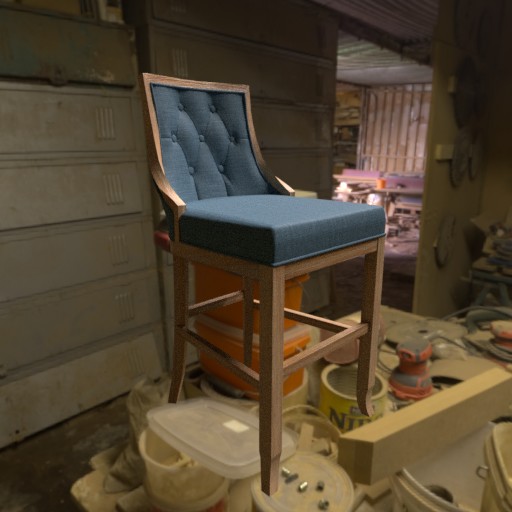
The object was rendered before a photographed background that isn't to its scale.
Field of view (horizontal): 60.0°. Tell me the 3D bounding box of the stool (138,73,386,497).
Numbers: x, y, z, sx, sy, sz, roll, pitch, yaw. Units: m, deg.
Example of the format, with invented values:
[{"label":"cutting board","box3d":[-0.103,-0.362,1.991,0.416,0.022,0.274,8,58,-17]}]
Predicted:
[{"label":"stool","box3d":[0.000,0.000,1.417,0.524,1.101,0.626,-14,20,-43]}]
